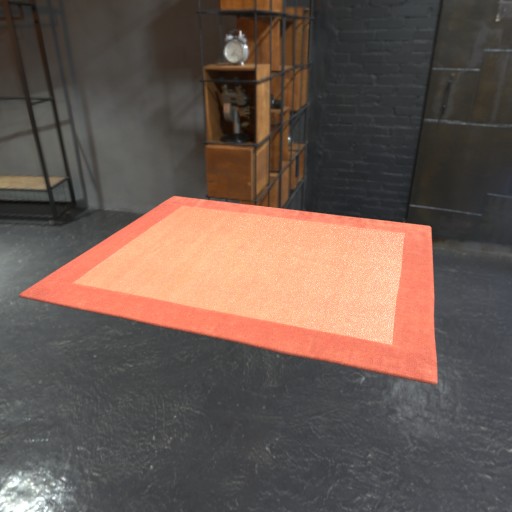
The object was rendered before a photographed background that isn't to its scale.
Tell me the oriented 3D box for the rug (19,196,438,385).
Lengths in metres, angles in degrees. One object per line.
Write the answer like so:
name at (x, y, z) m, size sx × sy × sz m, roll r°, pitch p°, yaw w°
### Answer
rug at (0.000, 0.000, 3.942) m, size 2.976 × 0.018 × 2.430 m, roll 9°, pitch 28°, yaw 17°
